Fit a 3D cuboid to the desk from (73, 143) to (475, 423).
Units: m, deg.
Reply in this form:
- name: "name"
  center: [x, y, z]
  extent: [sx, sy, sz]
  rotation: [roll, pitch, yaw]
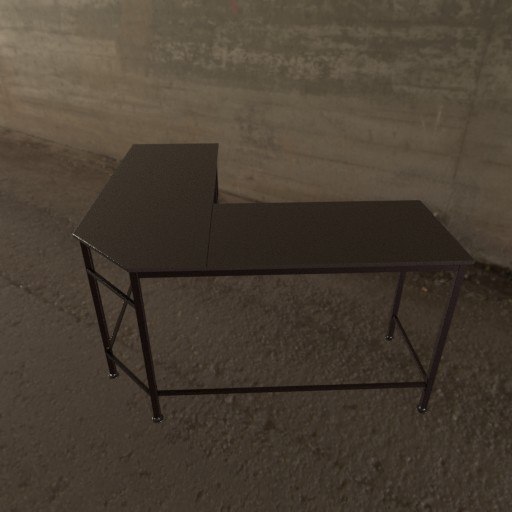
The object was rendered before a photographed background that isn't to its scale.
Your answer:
- name: "desk"
  center: [0.000, 0.000, 2.208]
  extent: [1.379, 0.739, 1.379]
  rotation: [-1, 30, -2]
